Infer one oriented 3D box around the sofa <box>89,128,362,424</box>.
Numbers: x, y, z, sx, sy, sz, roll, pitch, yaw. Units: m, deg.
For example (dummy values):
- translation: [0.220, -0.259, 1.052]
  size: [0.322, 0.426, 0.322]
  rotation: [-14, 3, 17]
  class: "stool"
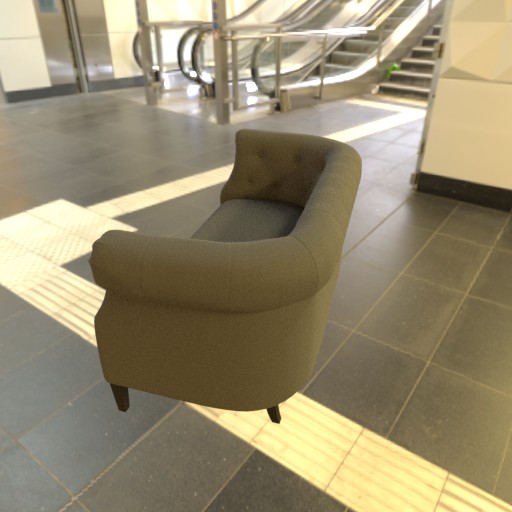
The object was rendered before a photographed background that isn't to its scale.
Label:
- translation: [0.000, 0.000, 2.081]
  size: [0.835, 0.827, 1.558]
  rotation: [8, 31, 14]
  class: "sofa"
